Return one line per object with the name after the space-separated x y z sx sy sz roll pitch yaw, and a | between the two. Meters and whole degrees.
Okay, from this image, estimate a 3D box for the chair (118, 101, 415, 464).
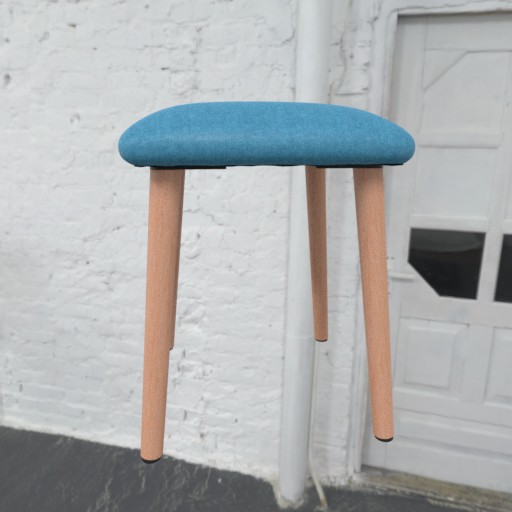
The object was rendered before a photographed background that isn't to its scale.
0.000 0.000 0.695 0.360 0.450 0.360 -2 15 -7 | chair
